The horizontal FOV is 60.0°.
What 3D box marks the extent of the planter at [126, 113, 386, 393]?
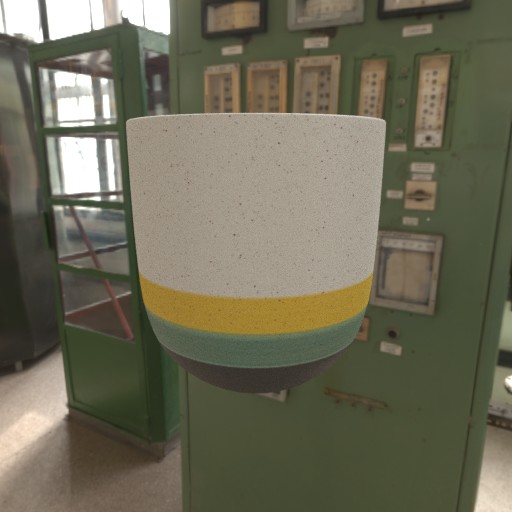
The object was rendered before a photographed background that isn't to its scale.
[{"bbox_3d":[0.000,0.000,0.370,0.195,0.214,0.195,0,14,0],"label":"planter"}]
